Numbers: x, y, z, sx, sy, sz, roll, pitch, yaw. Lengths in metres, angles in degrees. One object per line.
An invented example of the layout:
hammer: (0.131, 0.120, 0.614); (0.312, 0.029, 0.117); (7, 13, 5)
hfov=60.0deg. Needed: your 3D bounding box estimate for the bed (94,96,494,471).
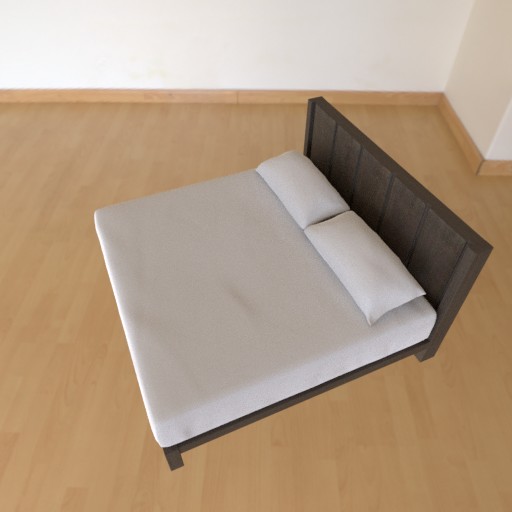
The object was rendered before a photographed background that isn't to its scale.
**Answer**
bed: (0.000, 0.000, 3.526); (2.238, 1.261, 2.143); (-17, 49, -16)
